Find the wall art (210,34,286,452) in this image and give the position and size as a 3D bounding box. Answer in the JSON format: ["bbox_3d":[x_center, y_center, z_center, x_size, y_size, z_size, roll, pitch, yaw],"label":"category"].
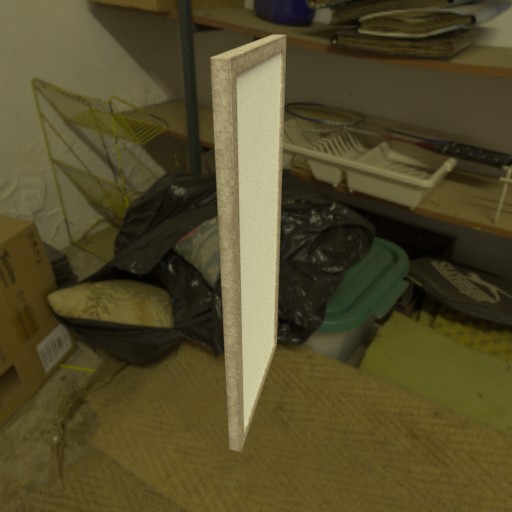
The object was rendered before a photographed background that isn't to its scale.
[{"bbox_3d":[0.000,0.000,1.684,0.051,1.461,0.648,8,32,13],"label":"wall art"}]
